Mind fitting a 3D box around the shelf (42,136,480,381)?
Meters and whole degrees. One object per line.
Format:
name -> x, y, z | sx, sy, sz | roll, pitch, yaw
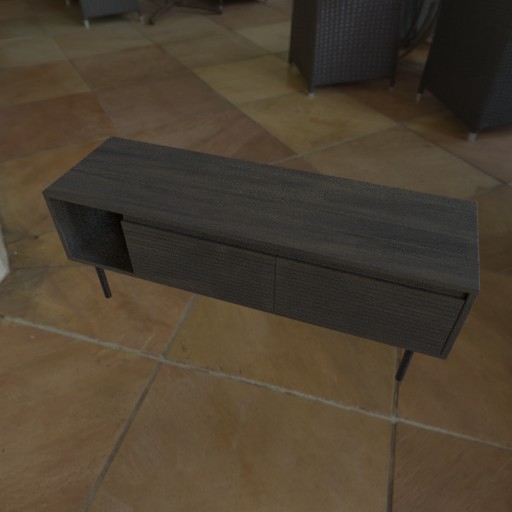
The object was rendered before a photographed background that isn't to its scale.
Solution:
shelf -> 0.000, 0.000, 1.544 | 1.300, 0.495, 0.400 | 13, 44, 14
